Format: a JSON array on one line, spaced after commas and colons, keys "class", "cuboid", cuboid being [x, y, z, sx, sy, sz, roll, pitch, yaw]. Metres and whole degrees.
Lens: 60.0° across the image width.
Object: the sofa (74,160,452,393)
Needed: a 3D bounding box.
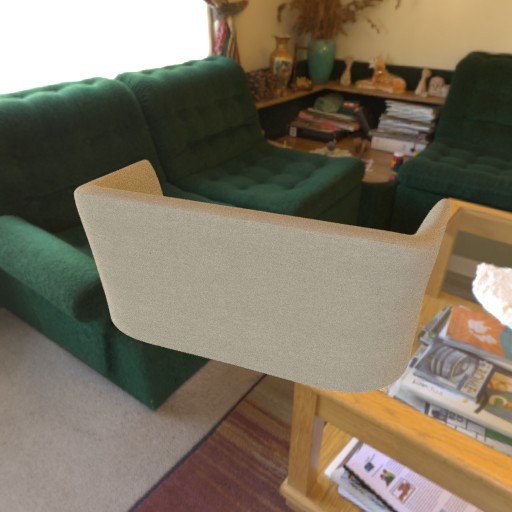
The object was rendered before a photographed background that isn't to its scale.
[{"class": "sofa", "cuboid": [0.000, 0.000, 1.853, 1.452, 0.721, 0.705, 11, 33, 17]}]
